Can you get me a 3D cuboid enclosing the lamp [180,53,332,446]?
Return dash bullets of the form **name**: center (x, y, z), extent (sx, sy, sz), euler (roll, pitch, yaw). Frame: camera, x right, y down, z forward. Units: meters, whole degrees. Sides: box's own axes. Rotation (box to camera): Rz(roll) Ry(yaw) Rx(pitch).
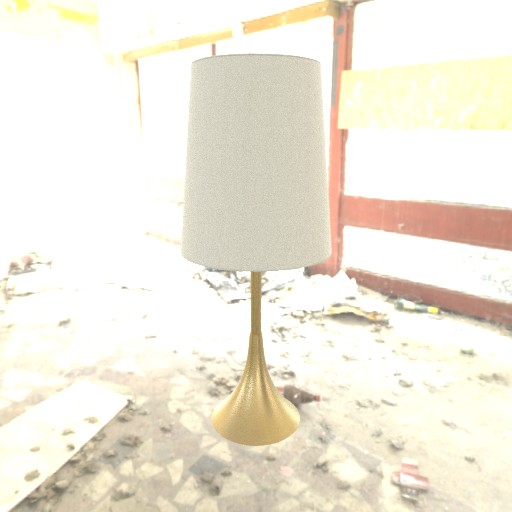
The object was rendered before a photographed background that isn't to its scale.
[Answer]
- **lamp**: center (0.000, 0.000, 0.687), extent (0.231, 0.569, 0.231), euler (0, 15, 0)
